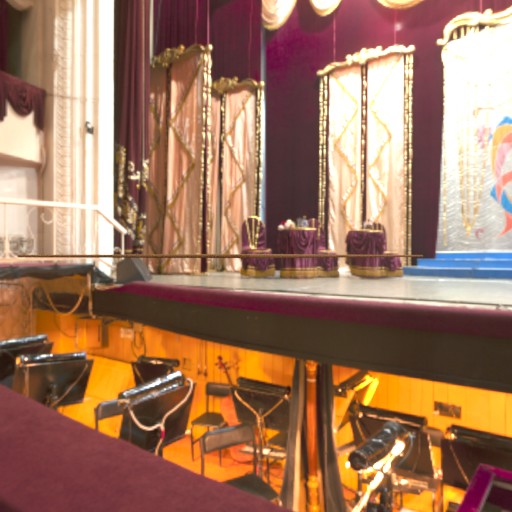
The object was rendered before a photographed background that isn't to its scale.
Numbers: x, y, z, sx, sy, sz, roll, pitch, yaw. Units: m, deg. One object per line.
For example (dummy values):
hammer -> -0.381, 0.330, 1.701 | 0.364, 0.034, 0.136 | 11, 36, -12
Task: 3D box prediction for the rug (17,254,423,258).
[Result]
rug -> 0.000, 0.000, 2.851 | 1.526, 0.014, 2.290 | 0, 0, 35
